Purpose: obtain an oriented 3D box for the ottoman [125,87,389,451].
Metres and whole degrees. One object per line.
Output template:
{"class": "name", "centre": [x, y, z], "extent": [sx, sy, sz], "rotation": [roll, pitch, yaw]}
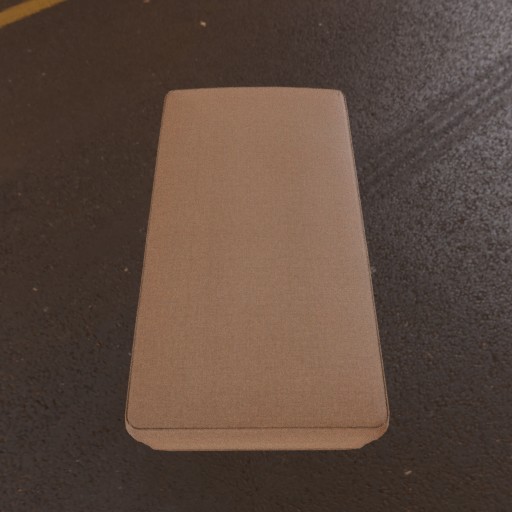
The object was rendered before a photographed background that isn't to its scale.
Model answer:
{"class": "ottoman", "centre": [0.000, 0.000, 1.392], "extent": [0.617, 0.448, 1.097], "rotation": [0, 62, 0]}
